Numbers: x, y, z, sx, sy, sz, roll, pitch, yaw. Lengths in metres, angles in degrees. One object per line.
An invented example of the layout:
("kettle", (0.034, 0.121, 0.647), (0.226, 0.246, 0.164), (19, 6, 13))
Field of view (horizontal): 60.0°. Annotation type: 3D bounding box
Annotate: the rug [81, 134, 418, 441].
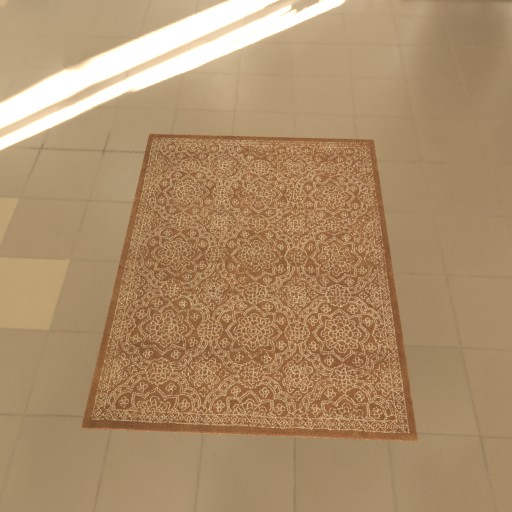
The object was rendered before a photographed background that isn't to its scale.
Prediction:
("rug", (0.000, 0.000, 4.010), (2.441, 0.015, 3.050), (2, 58, 1))
